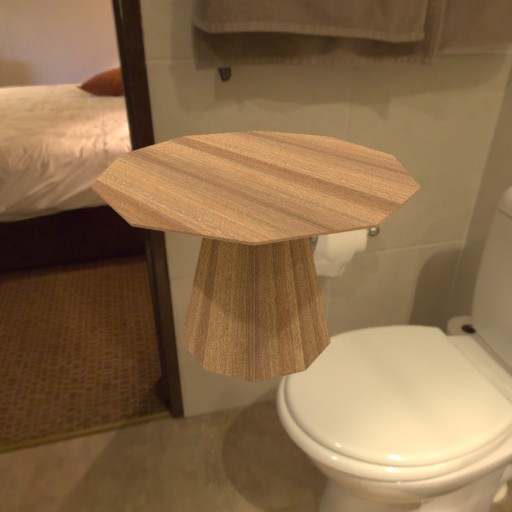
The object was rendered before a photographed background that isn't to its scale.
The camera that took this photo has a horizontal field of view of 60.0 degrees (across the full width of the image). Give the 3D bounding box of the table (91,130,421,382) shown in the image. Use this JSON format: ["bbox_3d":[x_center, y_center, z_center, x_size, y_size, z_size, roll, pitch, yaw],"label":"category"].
[{"bbox_3d":[0.000,0.000,1.858,1.186,0.752,1.186,0,29,0],"label":"table"}]
